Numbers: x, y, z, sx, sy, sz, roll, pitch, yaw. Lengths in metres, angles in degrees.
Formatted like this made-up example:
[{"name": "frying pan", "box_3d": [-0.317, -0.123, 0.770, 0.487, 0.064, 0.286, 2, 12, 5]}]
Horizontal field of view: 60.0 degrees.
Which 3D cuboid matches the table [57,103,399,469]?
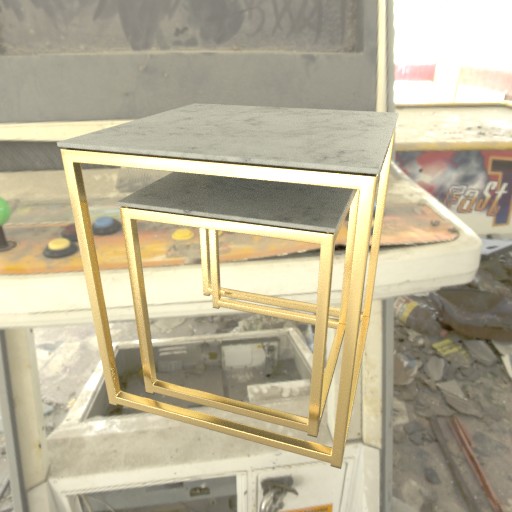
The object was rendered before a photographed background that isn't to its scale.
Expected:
[{"name": "table", "box_3d": [0.000, 0.000, 0.869, 0.450, 0.500, 0.450, 8, 27, 17]}]
